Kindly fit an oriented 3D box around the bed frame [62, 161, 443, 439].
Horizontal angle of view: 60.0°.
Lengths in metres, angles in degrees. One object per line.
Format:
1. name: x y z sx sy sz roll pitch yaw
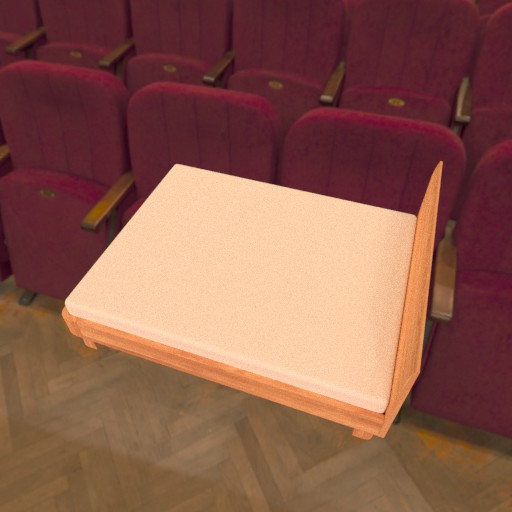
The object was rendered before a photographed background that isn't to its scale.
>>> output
1. bed frame: 0.000 0.000 3.036 2.092 0.940 1.660 14 49 13
